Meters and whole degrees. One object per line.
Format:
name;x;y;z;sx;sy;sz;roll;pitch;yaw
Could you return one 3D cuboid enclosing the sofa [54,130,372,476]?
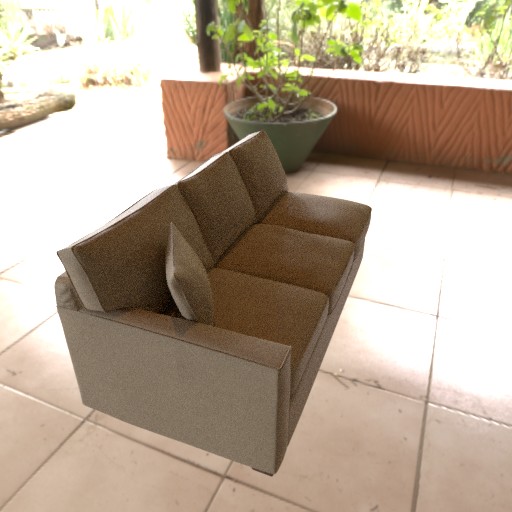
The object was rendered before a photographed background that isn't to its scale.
sofa;0.000;0.000;2.536;1.034;0.946;1.962;11;32;19
